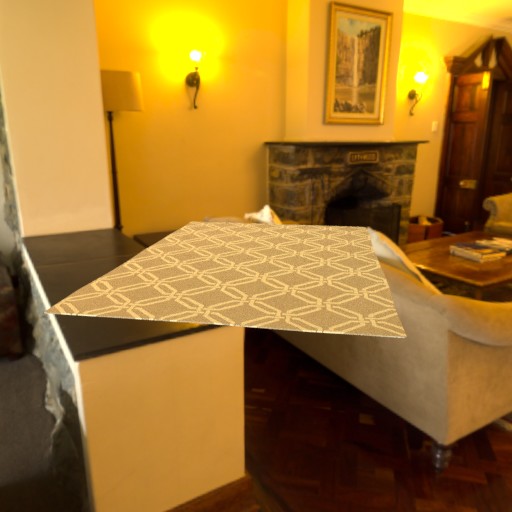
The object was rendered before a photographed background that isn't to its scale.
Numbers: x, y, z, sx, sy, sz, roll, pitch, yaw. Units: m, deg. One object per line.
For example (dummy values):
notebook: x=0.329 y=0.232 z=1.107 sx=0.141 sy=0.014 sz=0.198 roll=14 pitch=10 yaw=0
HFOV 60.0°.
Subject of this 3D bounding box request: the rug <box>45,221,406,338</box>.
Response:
rug: x=0.000 y=0.000 z=2.807 sx=1.524 sy=0.013 sz=2.135 roll=2 pitch=15 yaw=9
